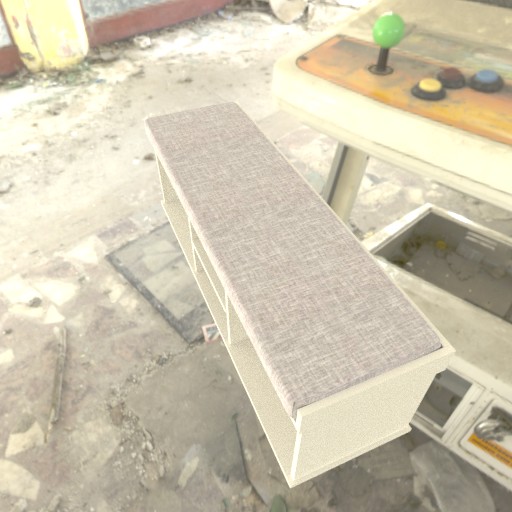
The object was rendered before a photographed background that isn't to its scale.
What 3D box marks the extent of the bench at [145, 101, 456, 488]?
[{"bbox_3d":[0.000,0.000,1.377,0.363,0.453,1.196,-17,47,-16],"label":"bench"}]
